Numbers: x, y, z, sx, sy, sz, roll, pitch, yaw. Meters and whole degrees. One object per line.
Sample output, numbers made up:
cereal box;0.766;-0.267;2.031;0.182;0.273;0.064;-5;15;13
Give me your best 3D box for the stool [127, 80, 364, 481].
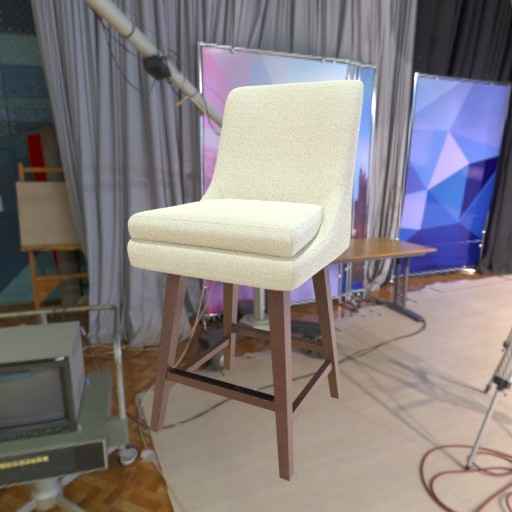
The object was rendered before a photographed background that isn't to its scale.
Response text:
stool;0.000;0.000;1.279;0.483;0.991;0.559;7;16;26
